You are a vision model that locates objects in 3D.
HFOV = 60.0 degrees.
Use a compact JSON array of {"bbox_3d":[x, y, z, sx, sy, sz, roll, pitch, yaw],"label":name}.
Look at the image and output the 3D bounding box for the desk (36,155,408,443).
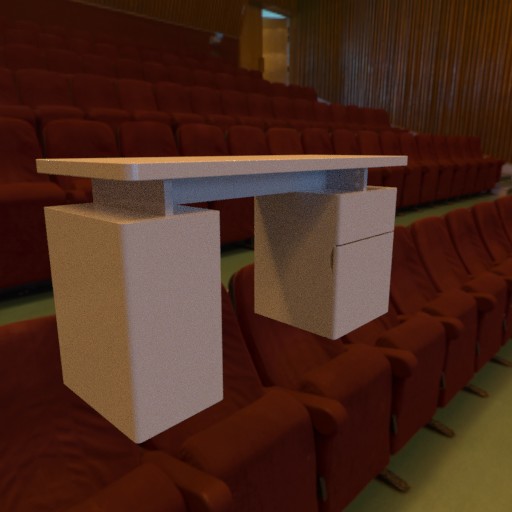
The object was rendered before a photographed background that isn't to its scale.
[{"bbox_3d":[0.000,0.000,1.753,0.550,0.762,1.400,13,19,42],"label":"desk"}]
